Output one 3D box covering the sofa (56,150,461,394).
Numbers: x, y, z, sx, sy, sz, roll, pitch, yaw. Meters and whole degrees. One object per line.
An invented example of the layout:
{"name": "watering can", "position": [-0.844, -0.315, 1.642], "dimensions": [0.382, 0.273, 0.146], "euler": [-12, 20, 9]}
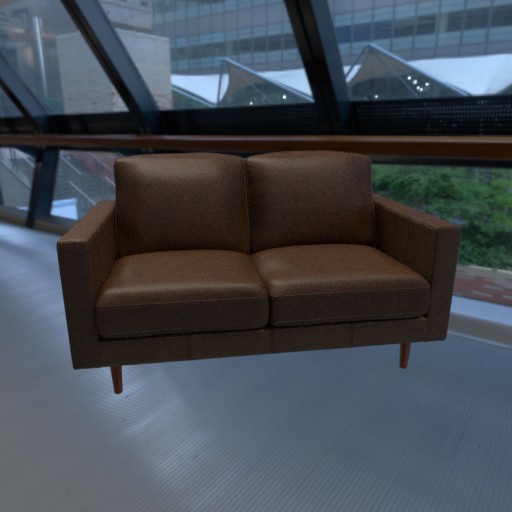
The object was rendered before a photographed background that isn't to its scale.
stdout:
{"name": "sofa", "position": [0.000, 0.000, 2.142], "dimensions": [1.578, 0.951, 0.909], "euler": [-3, 17, -9]}
